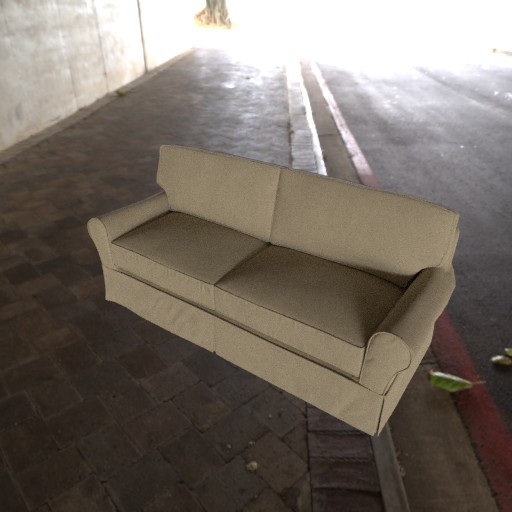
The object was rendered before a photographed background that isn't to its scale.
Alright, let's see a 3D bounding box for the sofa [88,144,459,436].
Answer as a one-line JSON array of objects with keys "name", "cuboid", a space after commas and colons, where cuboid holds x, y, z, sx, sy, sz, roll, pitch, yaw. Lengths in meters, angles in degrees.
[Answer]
[{"name": "sofa", "cuboid": [0.000, 0.000, 2.786, 2.246, 1.014, 0.900, 20, 35, 30]}]
